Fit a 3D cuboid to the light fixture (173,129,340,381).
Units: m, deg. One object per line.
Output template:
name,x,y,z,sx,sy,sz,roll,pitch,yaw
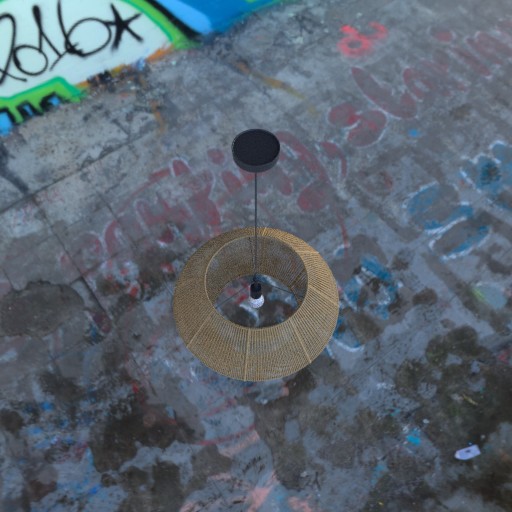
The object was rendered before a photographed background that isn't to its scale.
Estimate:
light fixture,0.000,0.000,1.413,0.643,1.009,0.643,0,62,0
